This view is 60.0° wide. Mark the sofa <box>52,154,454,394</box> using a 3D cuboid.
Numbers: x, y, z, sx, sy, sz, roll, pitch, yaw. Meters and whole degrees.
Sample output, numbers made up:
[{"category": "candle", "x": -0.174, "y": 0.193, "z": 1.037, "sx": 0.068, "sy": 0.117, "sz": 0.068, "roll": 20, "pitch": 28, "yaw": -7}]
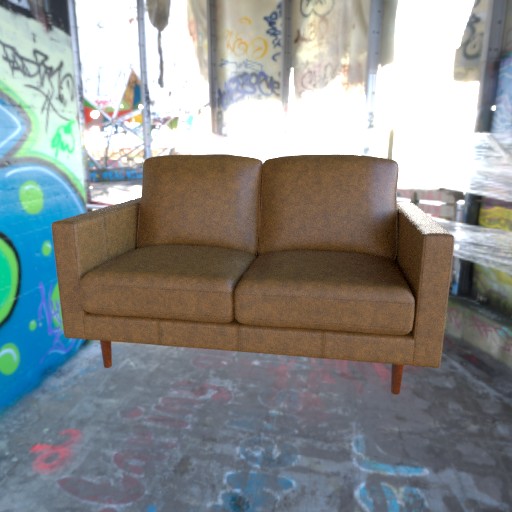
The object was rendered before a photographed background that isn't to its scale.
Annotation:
[{"category": "sofa", "x": 0.000, "y": 0.000, "z": 2.141, "sx": 1.578, "sy": 0.951, "sz": 0.909, "roll": 3, "pitch": 15, "yaw": 10}]
